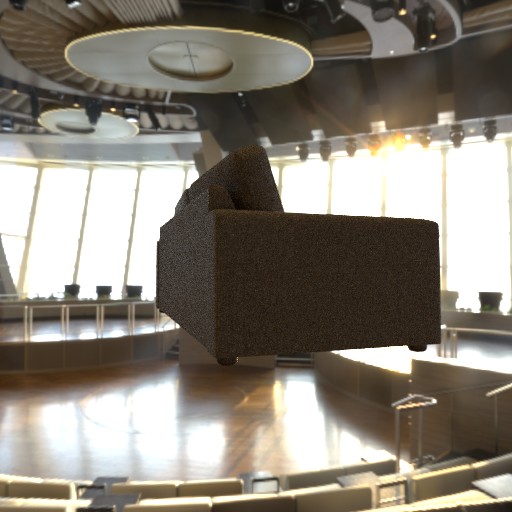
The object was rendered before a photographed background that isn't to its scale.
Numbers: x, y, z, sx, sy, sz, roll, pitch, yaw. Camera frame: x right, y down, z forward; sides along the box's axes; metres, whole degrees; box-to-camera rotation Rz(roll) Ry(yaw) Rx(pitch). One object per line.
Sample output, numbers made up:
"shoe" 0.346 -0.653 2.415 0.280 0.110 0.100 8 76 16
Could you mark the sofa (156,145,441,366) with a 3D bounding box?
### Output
"sofa" 0.000 0.000 2.756 1.016 0.873 2.179 1 -2 -18
